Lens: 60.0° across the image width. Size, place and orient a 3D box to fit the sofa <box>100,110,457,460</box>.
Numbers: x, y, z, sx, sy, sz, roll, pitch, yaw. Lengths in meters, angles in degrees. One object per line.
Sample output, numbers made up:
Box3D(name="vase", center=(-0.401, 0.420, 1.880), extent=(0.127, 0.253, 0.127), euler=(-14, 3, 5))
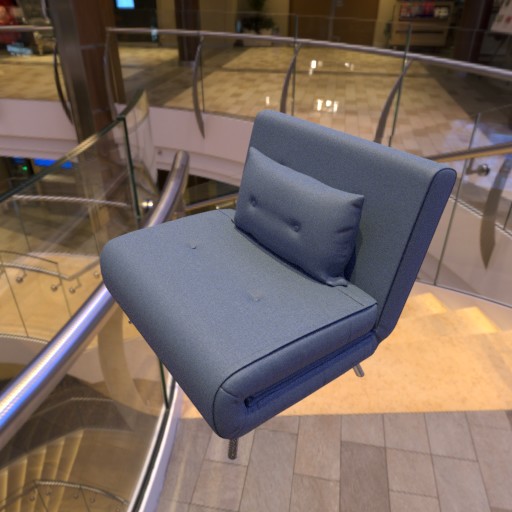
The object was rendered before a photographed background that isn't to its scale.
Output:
Box3D(name="sofa", center=(0.000, 0.000, 1.783), extent=(0.996, 0.860, 0.999), euler=(-21, 37, -30))
